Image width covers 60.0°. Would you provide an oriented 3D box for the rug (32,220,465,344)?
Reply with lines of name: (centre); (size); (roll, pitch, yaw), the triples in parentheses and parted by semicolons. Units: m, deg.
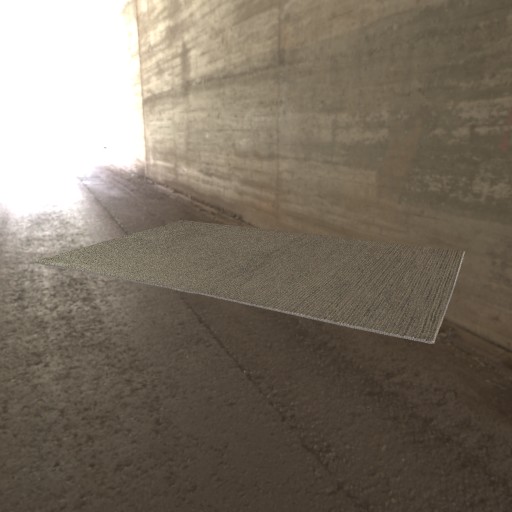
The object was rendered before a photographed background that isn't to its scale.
rug: (0.000, 0.000, 2.144); (1.773, 0.021, 1.149); (8, 17, 27)
